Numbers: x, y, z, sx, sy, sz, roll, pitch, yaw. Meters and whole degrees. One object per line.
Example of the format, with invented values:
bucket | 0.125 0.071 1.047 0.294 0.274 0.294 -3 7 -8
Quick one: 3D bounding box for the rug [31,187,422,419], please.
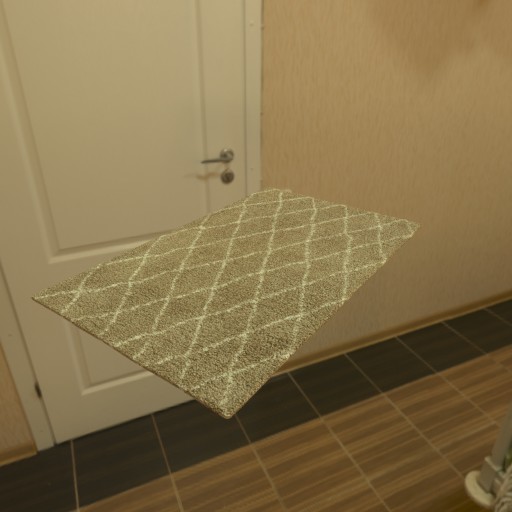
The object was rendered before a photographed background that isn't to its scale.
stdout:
rug | 0.000 0.000 3.087 1.524 0.030 2.438 19 33 32
